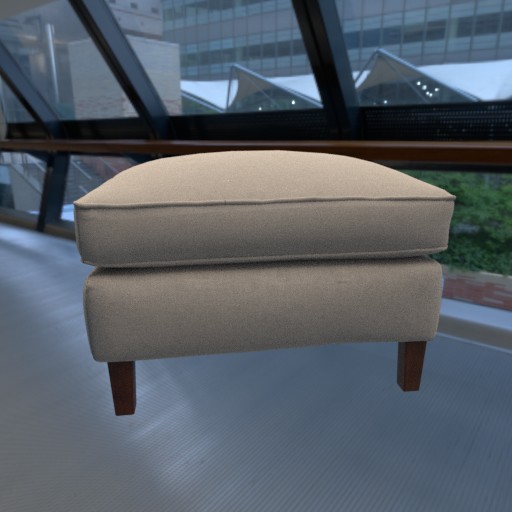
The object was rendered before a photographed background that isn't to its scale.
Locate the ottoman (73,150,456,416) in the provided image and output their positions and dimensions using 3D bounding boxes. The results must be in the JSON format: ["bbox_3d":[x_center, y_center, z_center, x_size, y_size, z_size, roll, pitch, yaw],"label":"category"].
[{"bbox_3d":[0.000,0.000,0.989,0.665,0.456,0.501,-2,16,-8],"label":"ottoman"}]
